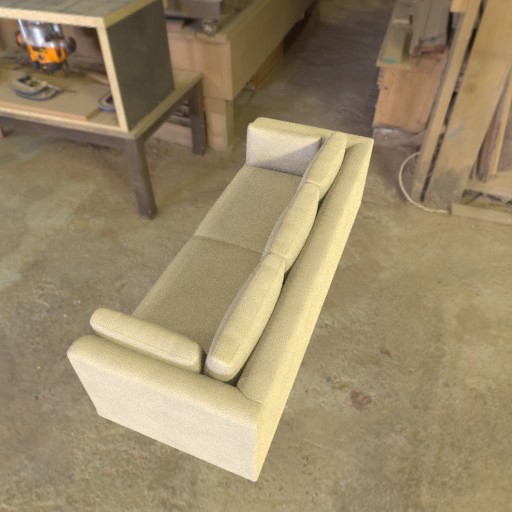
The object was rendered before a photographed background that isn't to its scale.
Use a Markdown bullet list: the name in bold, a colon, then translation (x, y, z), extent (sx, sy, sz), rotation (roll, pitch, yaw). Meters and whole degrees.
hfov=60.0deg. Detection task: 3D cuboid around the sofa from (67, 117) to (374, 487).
- **sofa**: translation (0.000, 0.000, 2.921), extent (0.969, 0.867, 2.415), rotation (16, 47, 15)
